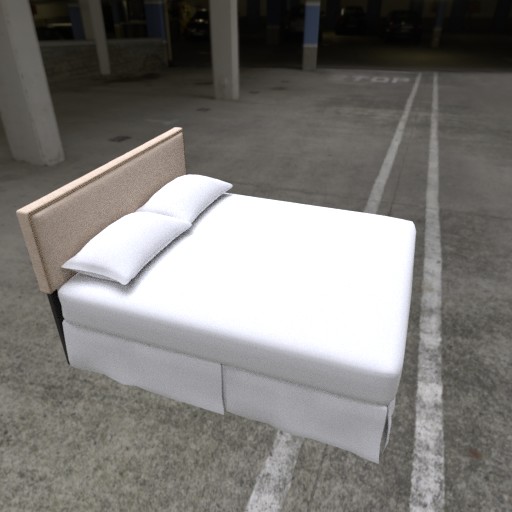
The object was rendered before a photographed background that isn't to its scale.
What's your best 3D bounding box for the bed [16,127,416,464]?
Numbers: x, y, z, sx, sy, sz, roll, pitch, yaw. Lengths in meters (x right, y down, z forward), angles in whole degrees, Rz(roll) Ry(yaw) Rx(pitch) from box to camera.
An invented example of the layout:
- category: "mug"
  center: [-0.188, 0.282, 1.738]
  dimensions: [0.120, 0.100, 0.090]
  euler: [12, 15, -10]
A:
- category: "bed"
  center: [0.000, 0.000, 2.733]
  dimensions: [1.876, 1.016, 1.616]
  euler: [10, 33, 17]
